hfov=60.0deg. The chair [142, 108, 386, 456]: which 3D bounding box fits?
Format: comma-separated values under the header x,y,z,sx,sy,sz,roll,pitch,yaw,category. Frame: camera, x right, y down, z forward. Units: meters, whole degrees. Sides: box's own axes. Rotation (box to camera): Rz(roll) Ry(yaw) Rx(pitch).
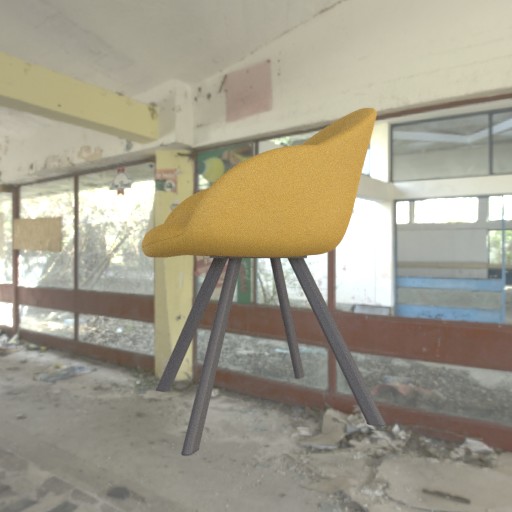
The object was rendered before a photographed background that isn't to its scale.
x,y,z,sx,sy,sz,roll,pitch,yaw,category
0.000,0.000,1.173,0.583,0.793,0.551,0,0,-19,chair
